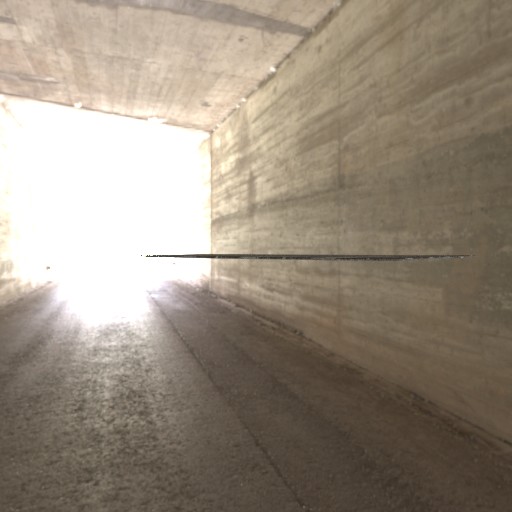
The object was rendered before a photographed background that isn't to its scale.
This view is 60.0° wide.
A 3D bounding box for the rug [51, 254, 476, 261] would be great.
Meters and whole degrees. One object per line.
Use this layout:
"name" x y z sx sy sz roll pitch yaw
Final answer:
"rug" 0.000 0.000 2.967 2.434 0.015 1.520 0 1 36
